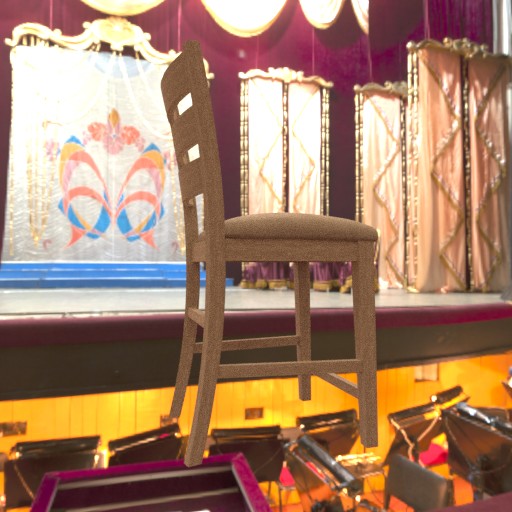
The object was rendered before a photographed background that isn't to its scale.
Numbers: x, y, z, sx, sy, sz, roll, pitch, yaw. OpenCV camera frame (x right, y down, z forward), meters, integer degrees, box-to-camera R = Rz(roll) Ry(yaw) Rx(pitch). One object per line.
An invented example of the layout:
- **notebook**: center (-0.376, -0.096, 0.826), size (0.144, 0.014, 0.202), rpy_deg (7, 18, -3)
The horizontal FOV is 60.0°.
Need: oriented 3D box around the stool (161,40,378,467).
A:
- **stool**: center (0.000, 0.000, 1.339), size (0.569, 1.032, 0.484), rpy_deg (0, -1, -17)
